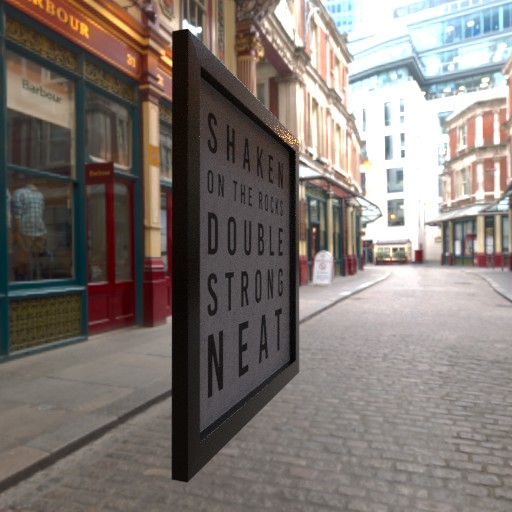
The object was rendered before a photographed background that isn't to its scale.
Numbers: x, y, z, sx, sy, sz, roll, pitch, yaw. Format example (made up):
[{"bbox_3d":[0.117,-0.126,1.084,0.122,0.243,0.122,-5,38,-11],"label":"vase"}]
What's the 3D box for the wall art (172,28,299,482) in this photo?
[{"bbox_3d":[0.000,0.000,0.507,0.014,0.349,0.349,0,0,20],"label":"wall art"}]
